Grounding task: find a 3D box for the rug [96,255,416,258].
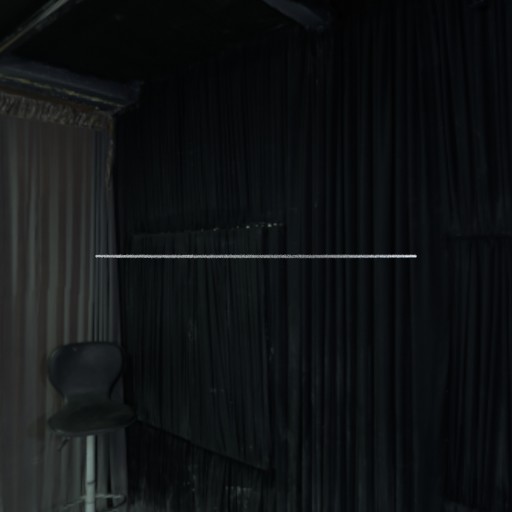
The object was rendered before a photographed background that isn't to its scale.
[{"bbox_3d":[0.000,0.000,2.346,1.598,0.010,1.598,0,0,0],"label":"rug"}]
